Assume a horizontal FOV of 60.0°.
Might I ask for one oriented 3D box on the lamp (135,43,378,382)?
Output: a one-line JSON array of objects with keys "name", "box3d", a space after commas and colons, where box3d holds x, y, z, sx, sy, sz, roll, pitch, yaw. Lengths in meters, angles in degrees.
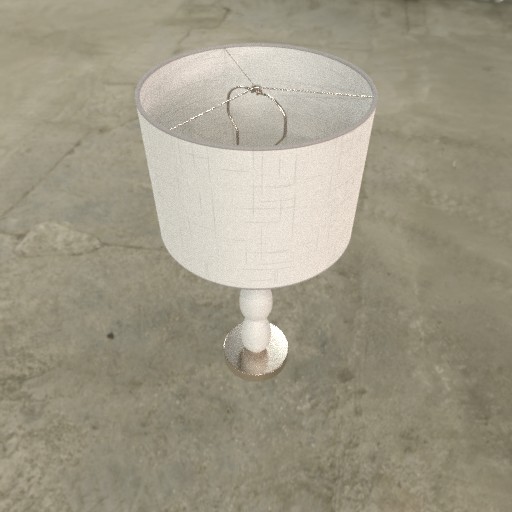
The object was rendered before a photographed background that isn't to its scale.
[{"name": "lamp", "box3d": [0.000, 0.000, 0.714, 0.282, 0.559, 0.280, 31, 52, 28]}]
